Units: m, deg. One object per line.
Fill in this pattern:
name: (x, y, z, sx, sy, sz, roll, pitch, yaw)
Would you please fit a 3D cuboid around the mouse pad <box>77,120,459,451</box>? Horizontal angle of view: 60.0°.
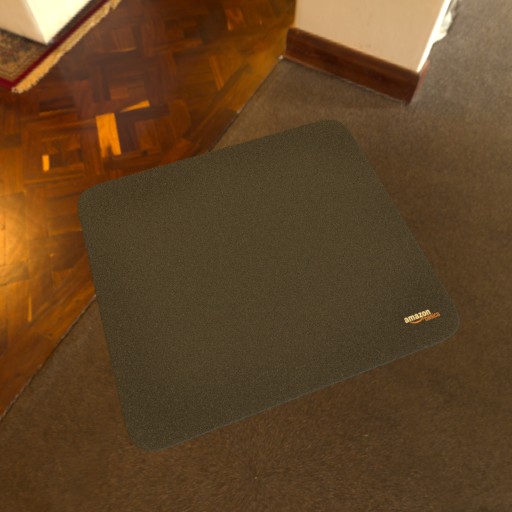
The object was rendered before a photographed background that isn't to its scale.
mouse pad: (0.000, 0.000, 0.321, 0.229, 0.003, 0.203, -18, 65, -9)
